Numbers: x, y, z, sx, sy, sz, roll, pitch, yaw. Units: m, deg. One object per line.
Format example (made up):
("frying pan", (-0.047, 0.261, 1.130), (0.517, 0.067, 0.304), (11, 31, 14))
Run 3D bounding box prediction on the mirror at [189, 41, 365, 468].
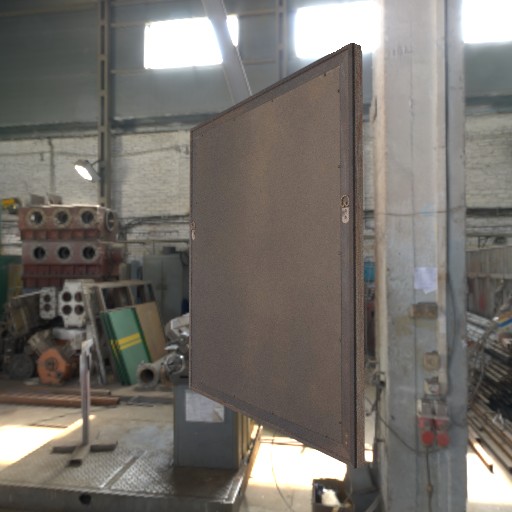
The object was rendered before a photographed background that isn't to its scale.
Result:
("mirror", (0.000, 0.000, 1.219), (0.032, 0.882, 0.730), (1, -2, -36))
